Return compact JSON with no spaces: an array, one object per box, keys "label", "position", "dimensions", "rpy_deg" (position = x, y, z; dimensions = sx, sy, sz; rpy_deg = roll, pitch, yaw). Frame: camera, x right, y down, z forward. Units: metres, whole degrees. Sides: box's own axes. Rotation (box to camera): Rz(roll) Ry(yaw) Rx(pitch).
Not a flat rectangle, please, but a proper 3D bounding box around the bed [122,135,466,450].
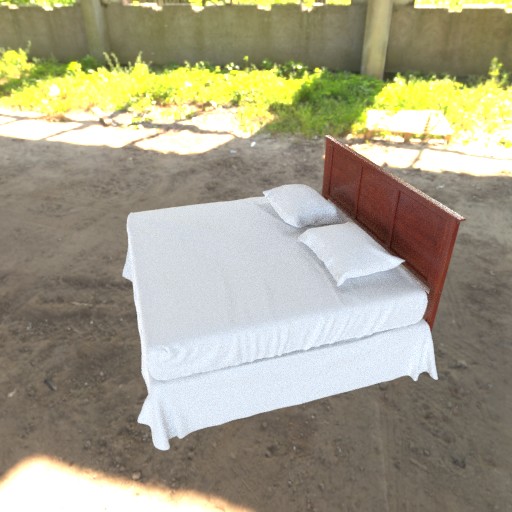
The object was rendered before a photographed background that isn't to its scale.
[{"label":"bed","position":[0.000,0.000,3.664],"dimensions":[2.219,1.271,2.314],"rpy_deg":[-9,32,-15]}]
